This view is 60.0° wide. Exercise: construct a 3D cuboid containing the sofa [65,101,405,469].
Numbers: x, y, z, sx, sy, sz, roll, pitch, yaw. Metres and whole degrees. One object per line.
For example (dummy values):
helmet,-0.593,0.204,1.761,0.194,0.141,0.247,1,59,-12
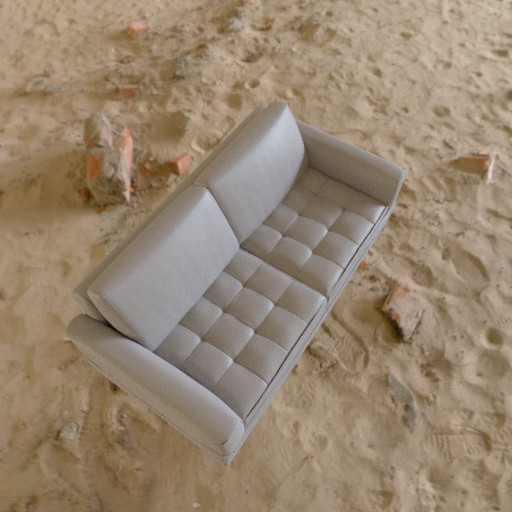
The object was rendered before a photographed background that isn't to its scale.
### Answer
sofa,0.000,0.000,2.814,1.121,0.930,2.177,30,63,17
